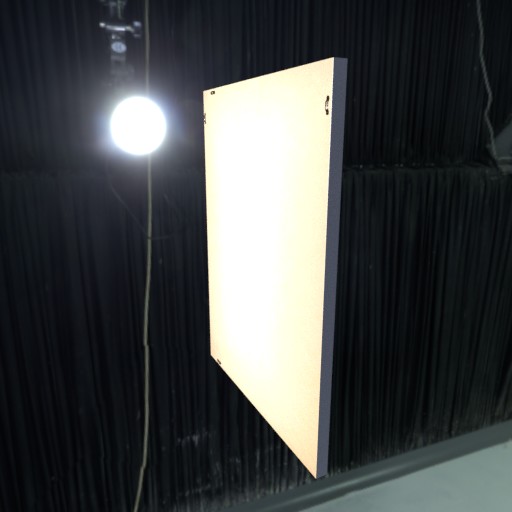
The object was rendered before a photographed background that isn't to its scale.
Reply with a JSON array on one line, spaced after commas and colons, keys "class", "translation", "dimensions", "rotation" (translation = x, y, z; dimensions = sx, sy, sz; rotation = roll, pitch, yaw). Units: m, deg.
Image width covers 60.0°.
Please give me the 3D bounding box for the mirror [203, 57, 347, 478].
[{"class": "mirror", "translation": [0.000, 0.000, 1.360], "dimensions": [0.040, 1.016, 0.762], "rotation": [-7, 17, -26]}]
